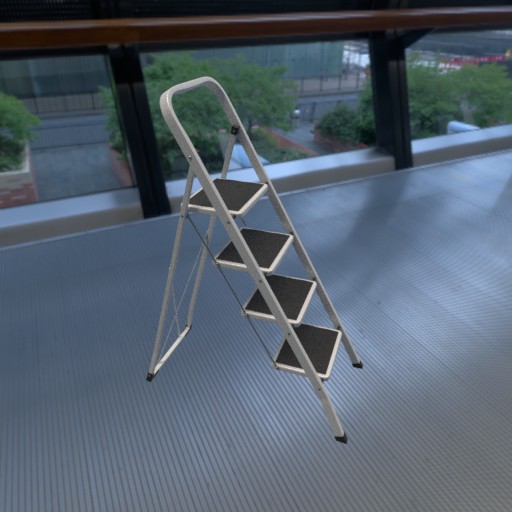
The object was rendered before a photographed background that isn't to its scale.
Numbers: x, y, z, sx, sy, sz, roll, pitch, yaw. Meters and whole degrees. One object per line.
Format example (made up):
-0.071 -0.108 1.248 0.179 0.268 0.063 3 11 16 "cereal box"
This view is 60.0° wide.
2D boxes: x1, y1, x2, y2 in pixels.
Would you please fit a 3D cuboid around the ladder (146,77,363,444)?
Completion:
0.000 0.000 1.735 0.914 1.265 0.460 10 31 17 "ladder"
